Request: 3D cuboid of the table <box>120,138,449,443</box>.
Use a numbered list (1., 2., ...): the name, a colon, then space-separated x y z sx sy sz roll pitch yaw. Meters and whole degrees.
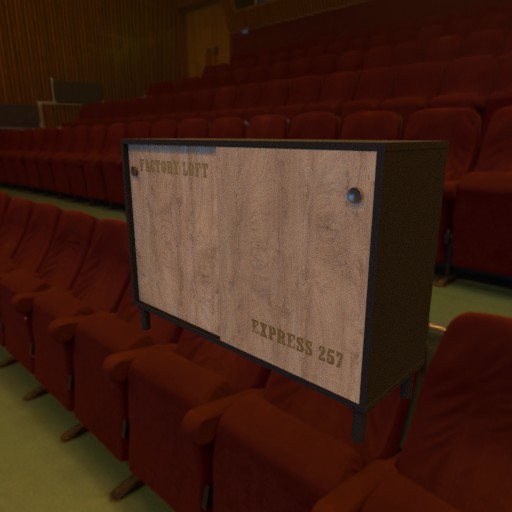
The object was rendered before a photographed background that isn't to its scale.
1. table: 0.000 0.000 1.685 1.200 0.855 0.400 14 21 42
